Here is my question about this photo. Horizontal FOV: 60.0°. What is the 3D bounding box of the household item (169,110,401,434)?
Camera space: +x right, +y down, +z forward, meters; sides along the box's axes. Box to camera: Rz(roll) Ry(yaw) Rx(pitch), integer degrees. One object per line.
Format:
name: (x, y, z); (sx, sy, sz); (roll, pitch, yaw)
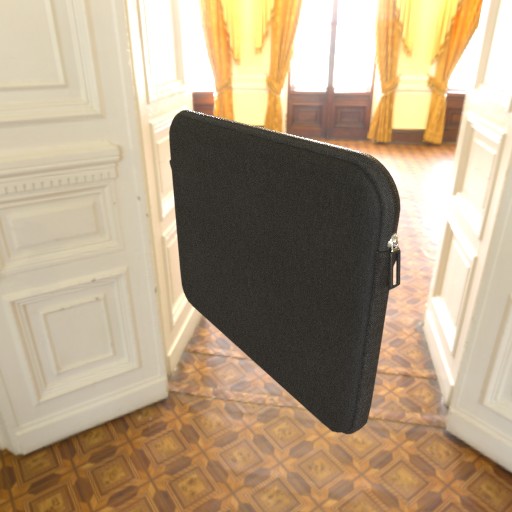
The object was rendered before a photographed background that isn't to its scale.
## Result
household item: (0.000, 0.000, 0.537); (0.030, 0.305, 0.396); (-18, 31, -32)
